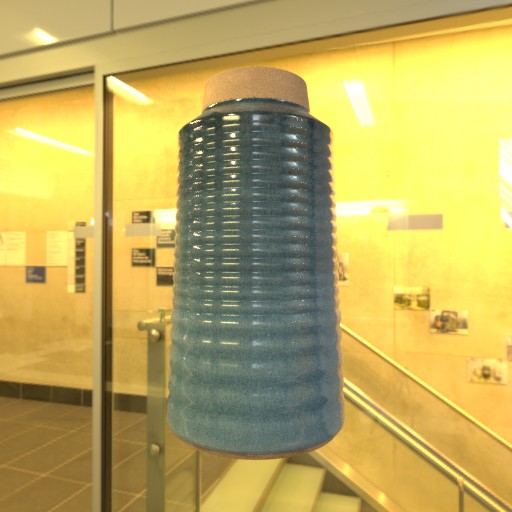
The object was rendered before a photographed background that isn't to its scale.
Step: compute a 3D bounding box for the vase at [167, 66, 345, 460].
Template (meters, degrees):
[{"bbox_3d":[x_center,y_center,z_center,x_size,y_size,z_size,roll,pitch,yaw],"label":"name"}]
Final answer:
[{"bbox_3d":[0.000,0.000,0.415,0.163,0.316,0.163,0,-1,0],"label":"vase"}]
